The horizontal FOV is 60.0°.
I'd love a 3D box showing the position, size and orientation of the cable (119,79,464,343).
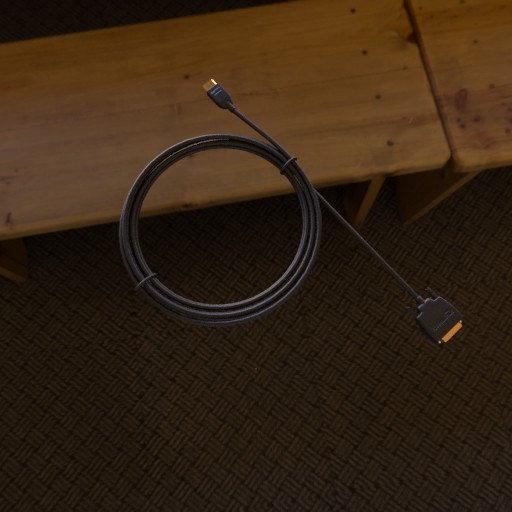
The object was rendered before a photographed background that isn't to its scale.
[{"bbox_3d":[0.000,0.000,0.509,0.257,0.030,0.422,-40,79,-9],"label":"cable"}]
